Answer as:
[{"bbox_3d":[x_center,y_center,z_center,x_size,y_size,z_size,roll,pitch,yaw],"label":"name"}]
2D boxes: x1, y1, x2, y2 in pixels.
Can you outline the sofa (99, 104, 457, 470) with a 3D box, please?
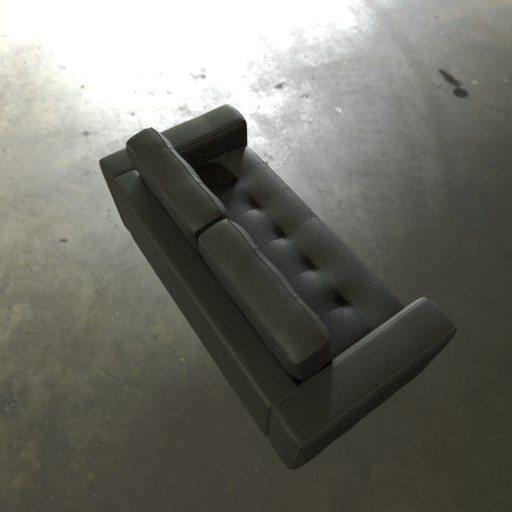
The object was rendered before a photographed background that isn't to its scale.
[{"bbox_3d":[0.000,0.000,2.172,0.833,0.893,1.726,-30,62,-18],"label":"sofa"}]
